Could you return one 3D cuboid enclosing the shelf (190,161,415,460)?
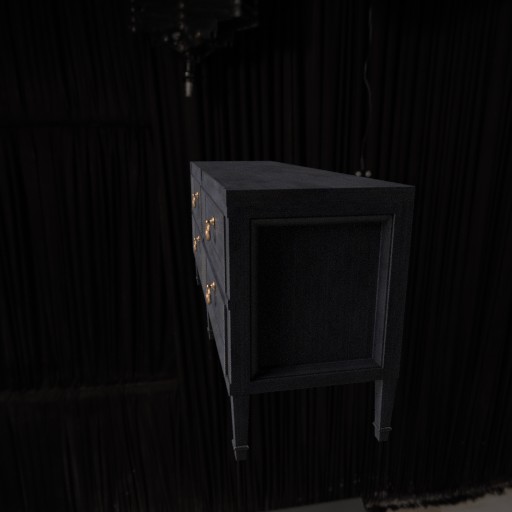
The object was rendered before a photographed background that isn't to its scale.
[{"bbox_3d":[0.000,0.000,1.866,0.479,0.719,1.575,-3,15,-11],"label":"shelf"}]
